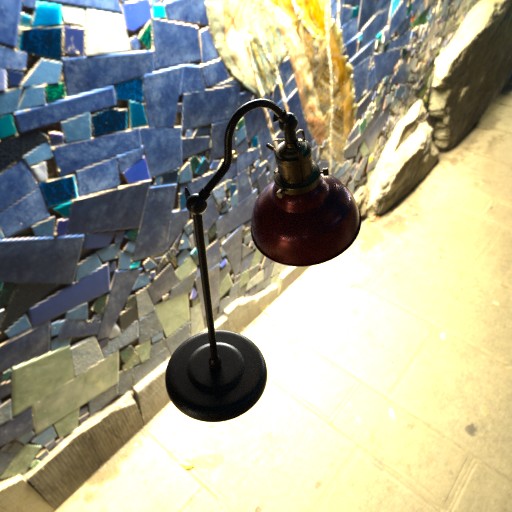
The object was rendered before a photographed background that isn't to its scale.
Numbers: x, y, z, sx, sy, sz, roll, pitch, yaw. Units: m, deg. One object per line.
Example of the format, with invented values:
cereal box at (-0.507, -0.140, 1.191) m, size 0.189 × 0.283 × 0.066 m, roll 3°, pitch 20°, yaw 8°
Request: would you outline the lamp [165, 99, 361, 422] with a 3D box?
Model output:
lamp at (0.000, 0.000, 0.703) m, size 0.374 × 0.508 × 0.192 m, roll -26°, pitch 48°, yaw -25°
